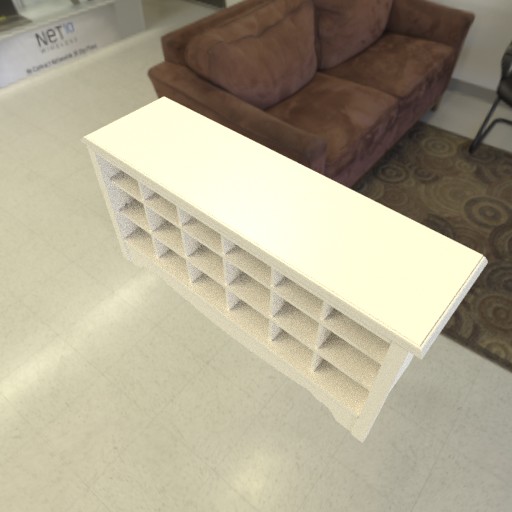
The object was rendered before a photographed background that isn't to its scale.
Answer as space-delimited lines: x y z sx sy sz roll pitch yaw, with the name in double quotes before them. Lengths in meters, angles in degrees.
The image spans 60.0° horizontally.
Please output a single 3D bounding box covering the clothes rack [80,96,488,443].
"clothes rack" 0.000 0.000 1.363 1.120 0.531 0.324 33 56 26
